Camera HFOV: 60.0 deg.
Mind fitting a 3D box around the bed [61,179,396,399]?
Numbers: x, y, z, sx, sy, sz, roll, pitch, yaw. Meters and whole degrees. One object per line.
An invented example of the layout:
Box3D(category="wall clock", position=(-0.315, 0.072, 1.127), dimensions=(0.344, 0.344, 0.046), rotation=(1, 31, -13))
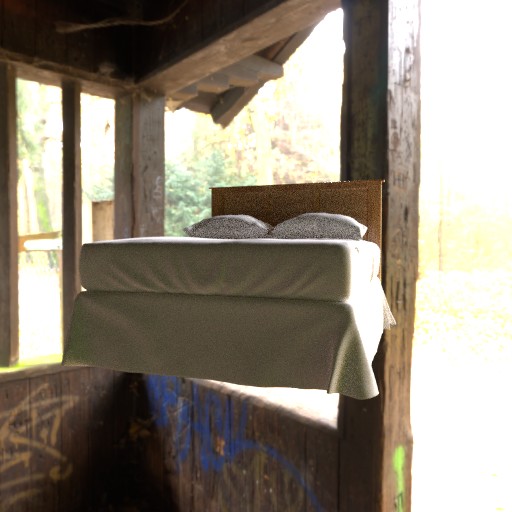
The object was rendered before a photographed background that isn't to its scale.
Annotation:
Box3D(category="bed", position=(0.000, 0.000, 3.184), dimensions=(1.870, 1.273, 2.035), rotation=(1, 2, 19))
